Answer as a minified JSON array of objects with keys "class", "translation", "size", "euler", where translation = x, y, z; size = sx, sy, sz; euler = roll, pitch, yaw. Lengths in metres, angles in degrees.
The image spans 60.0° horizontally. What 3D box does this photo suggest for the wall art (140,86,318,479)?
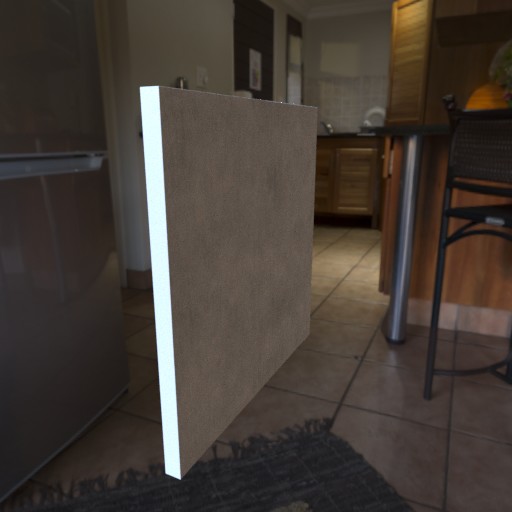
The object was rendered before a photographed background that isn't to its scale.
[{"class":"wall art","translation":[0.000,0.000,0.683],"size":[0.023,0.453,0.455],"euler":[8,18,26]}]
